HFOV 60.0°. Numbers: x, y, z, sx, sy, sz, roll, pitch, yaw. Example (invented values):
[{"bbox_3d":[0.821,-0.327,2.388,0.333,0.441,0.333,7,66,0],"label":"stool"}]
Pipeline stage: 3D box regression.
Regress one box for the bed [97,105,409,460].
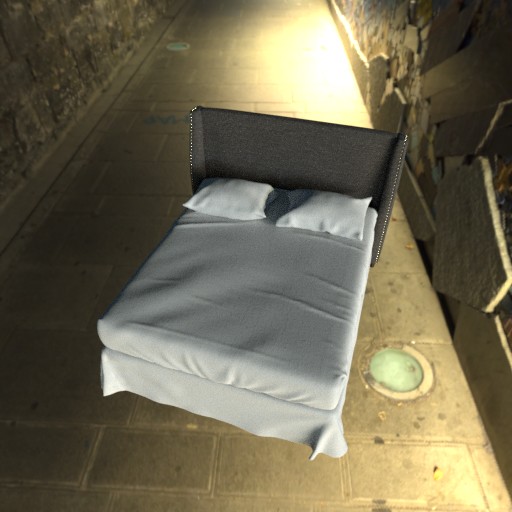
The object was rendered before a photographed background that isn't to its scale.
[{"bbox_3d":[0.000,0.000,3.466,1.925,1.332,2.276,12,43,13],"label":"bed"}]
